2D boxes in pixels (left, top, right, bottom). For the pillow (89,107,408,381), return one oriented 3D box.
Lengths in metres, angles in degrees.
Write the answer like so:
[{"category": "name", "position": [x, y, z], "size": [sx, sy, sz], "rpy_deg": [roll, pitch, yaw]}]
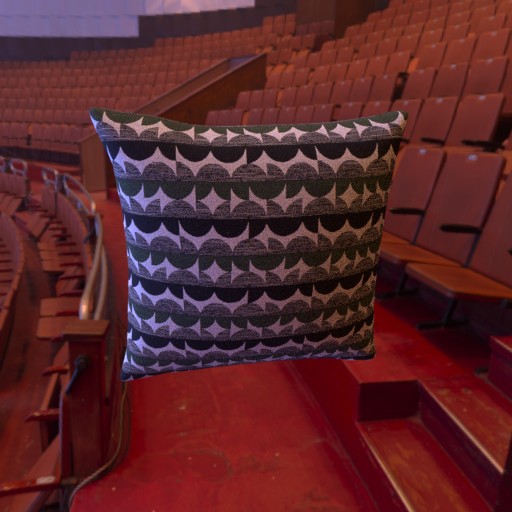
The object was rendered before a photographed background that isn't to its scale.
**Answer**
[{"category": "pillow", "position": [0.000, 0.000, 0.643], "size": [0.419, 0.404, 0.180], "rpy_deg": [-2, 16, -9]}]
